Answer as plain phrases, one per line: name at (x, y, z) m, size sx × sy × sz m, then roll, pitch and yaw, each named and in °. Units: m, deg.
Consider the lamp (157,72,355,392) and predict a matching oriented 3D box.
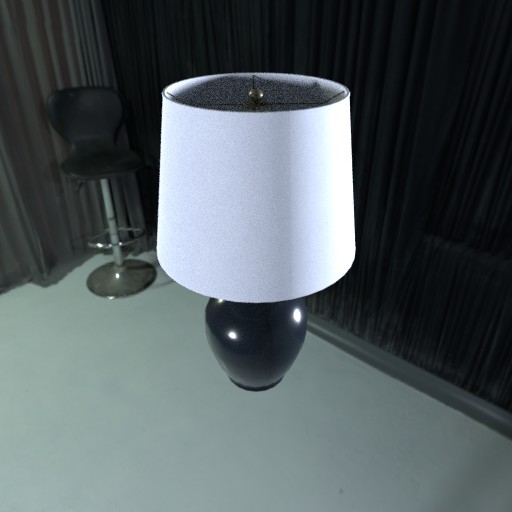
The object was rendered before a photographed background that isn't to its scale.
lamp at (0.000, 0.000, 0.556) m, size 0.239 × 0.399 × 0.239 m, roll 0°, pitch 32°, yaw 0°
